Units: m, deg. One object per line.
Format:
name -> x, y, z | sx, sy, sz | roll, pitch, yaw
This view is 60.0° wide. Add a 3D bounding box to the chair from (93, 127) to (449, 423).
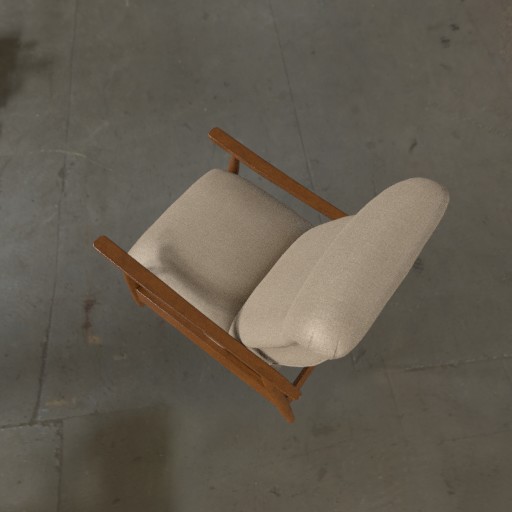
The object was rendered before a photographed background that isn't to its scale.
chair -> 0.000, 0.000, 1.793 | 1.032, 1.082, 0.762 | 34, 68, 16
